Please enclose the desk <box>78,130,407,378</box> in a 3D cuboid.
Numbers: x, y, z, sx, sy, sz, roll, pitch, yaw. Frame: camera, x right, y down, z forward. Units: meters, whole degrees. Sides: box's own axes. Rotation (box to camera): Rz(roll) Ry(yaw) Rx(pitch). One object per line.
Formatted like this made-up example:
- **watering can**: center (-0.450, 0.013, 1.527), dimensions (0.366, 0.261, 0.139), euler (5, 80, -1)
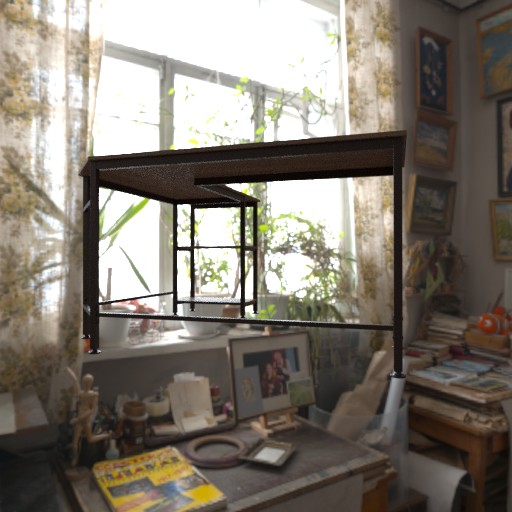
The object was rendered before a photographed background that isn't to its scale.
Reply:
- **desk**: center (0.000, 0.000, 2.178), dimensions (1.379, 0.739, 1.379), euler (0, 0, 18)
